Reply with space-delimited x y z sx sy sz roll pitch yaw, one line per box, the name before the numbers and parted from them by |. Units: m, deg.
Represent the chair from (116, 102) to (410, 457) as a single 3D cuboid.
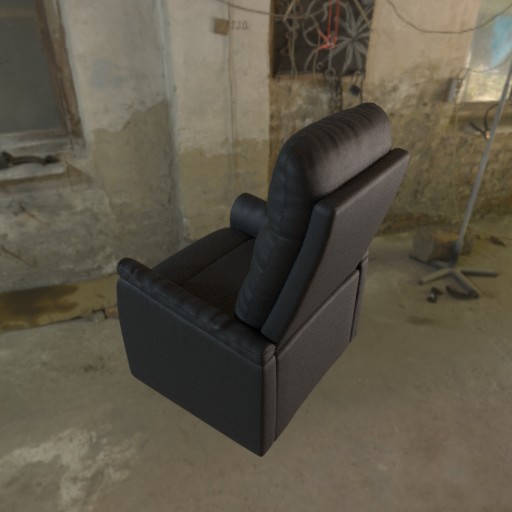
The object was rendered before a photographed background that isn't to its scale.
chair | 0.000 0.000 1.631 0.831 1.082 0.775 20 37 30
